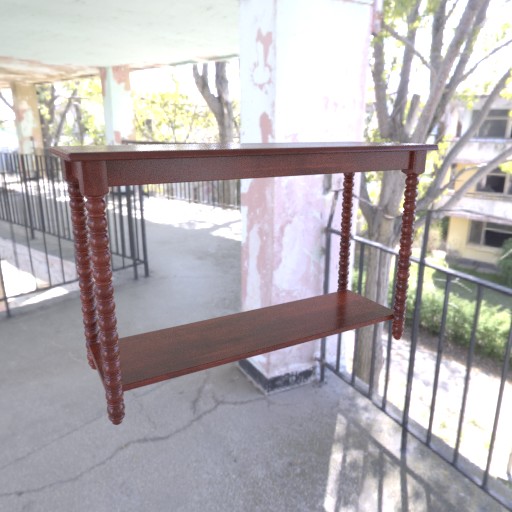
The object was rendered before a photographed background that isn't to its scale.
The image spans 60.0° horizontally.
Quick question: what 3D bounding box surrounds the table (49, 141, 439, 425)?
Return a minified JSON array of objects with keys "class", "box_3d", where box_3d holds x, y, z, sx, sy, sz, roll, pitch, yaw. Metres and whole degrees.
[{"class":"table","box_3d":[0.000,0.000,1.525,1.184,0.740,0.459,-9,18,-28]}]
